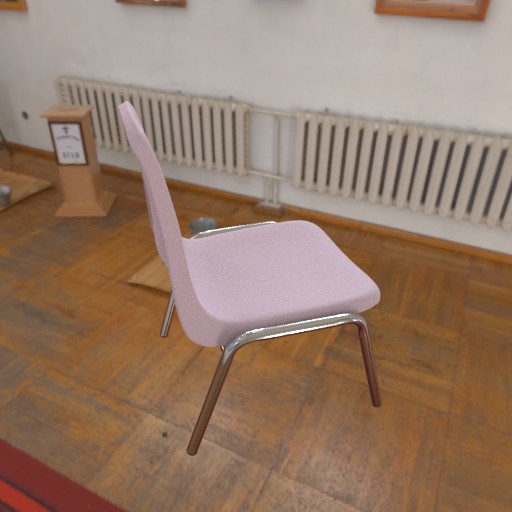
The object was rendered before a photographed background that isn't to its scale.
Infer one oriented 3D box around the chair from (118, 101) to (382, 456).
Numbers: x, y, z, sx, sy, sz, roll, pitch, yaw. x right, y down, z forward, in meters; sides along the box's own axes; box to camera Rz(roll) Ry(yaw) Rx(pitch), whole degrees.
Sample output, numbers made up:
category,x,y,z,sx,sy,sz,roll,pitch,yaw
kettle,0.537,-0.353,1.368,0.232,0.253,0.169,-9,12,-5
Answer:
category,x,y,z,sx,sy,sz,roll,pitch,yaw
chair,0.000,0.000,0.783,0.385,0.536,0.354,-10,33,-16
